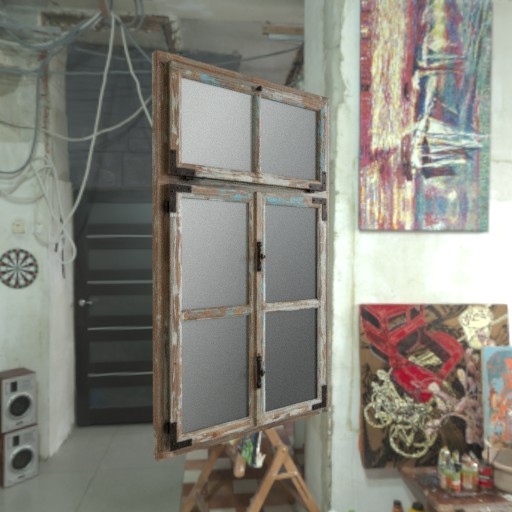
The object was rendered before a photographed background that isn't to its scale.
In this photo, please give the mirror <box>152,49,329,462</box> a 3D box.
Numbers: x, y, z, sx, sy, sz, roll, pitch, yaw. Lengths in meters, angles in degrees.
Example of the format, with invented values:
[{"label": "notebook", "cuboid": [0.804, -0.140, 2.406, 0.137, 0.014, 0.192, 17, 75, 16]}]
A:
[{"label": "mirror", "cuboid": [0.000, 0.000, 1.506, 0.707, 1.213, 0.083, 0, 1, -36]}]
